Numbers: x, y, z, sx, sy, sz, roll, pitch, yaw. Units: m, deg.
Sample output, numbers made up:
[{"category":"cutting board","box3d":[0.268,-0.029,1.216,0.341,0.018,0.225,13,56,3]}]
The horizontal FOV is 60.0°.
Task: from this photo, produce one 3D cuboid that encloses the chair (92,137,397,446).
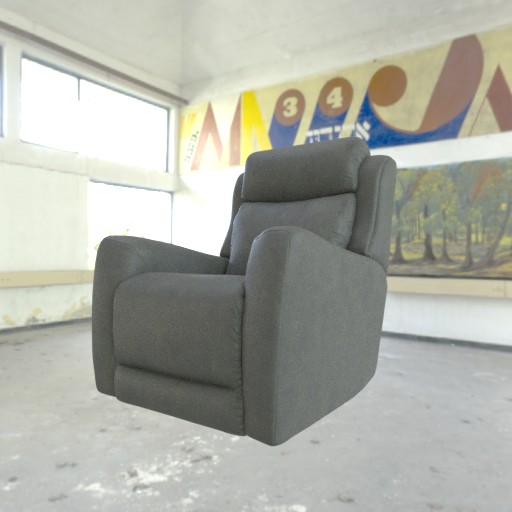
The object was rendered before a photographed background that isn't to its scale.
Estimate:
[{"category":"chair","box3d":[0.000,0.000,1.924,0.967,1.116,1.068,0,1,37]}]
